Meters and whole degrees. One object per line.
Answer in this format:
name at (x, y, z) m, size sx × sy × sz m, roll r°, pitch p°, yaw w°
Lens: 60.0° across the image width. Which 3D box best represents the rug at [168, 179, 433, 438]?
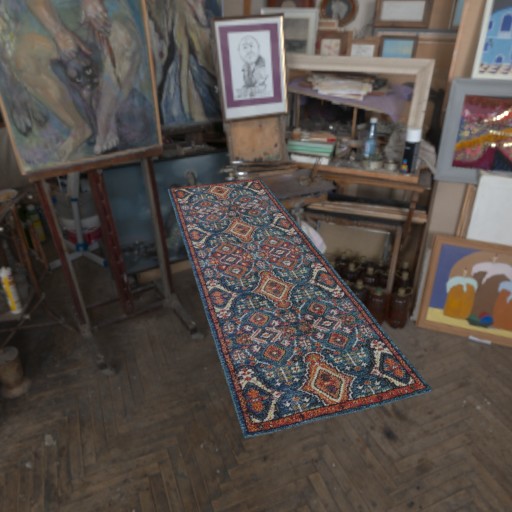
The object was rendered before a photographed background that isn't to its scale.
rug at (0.000, 0.000, 2.715) m, size 0.801 × 0.010 × 2.459 m, roll -8°, pitch 32°, yaw -14°
